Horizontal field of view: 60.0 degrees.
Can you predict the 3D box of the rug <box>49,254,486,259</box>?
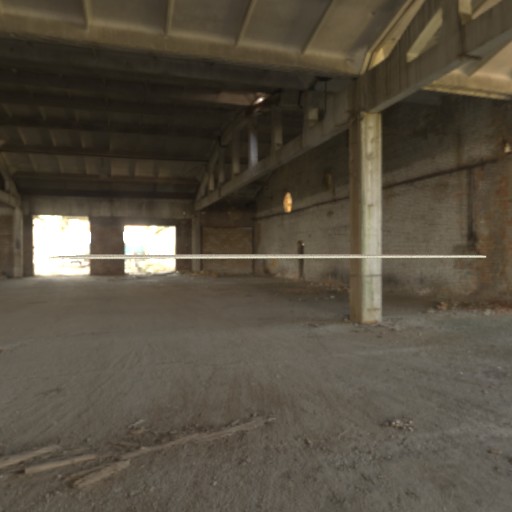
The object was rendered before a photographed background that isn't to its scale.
[{"bbox_3d":[0.000,0.000,3.494,2.746,0.018,1.819,0,0,-17],"label":"rug"}]
